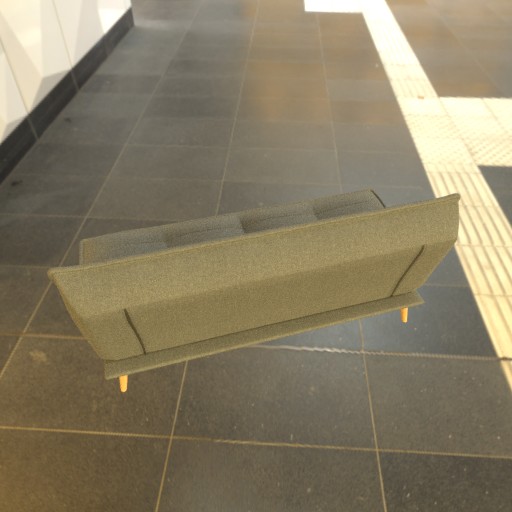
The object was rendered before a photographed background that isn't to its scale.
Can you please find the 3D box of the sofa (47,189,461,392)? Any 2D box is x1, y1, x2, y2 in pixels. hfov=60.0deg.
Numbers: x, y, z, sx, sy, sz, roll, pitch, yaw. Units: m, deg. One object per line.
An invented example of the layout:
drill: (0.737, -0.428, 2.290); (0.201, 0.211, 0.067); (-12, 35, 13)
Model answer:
sofa: (0.000, 0.000, 2.495); (1.940, 0.890, 0.950); (-11, 45, -12)
